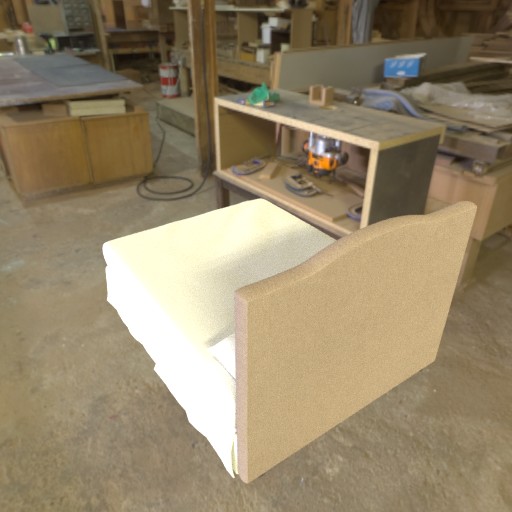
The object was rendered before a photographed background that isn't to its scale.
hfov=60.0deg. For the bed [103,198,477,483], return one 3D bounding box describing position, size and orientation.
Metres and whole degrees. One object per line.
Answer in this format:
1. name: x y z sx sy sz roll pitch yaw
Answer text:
1. bed: 0.000 0.000 3.392 1.821 1.436 2.282 -20 36 -29
